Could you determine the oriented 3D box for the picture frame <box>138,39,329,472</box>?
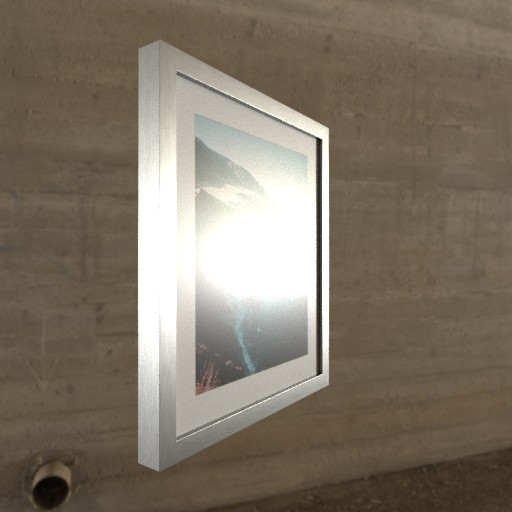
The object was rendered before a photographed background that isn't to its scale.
[{"bbox_3d":[0.000,0.000,1.351,0.073,0.968,0.839,0,0,36],"label":"picture frame"}]
